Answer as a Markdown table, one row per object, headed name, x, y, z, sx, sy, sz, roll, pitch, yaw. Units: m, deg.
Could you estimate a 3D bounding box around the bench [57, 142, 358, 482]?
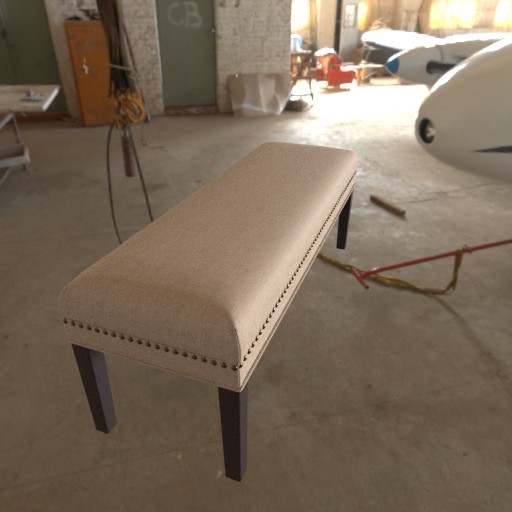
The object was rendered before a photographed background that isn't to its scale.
| name | x | y | z | sx | sy | sz | roll | pitch | yaw |
| --- | --- | --- | --- | --- | --- | --- | --- | --- | --- |
| bench | 0.000 | 0.000 | 1.417 | 0.410 | 0.457 | 1.219 | 11 | 31 | 18 |
